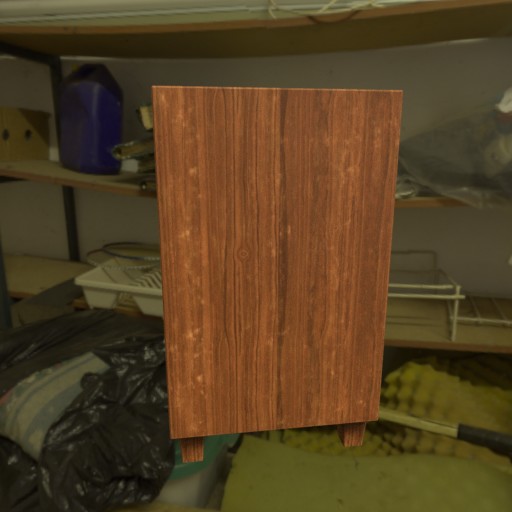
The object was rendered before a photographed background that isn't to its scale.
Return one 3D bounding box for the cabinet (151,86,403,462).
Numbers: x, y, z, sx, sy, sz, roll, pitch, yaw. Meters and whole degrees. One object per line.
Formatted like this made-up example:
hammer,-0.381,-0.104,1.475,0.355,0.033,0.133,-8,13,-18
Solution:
cabinet,0.000,0.000,1.071,0.410,0.695,0.607,-2,14,-8
